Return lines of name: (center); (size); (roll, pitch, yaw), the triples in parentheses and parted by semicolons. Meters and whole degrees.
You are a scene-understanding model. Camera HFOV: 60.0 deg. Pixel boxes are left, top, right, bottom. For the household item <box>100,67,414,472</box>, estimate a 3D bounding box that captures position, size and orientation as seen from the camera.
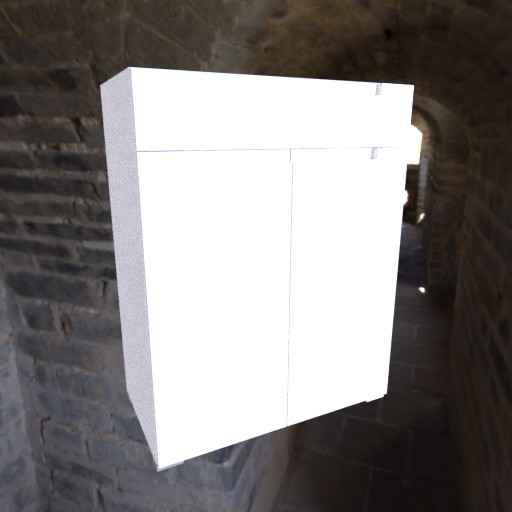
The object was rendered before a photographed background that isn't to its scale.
household item: (0.000, 0.000, 1.396); (0.790, 1.010, 0.420); (-8, 17, -26)
